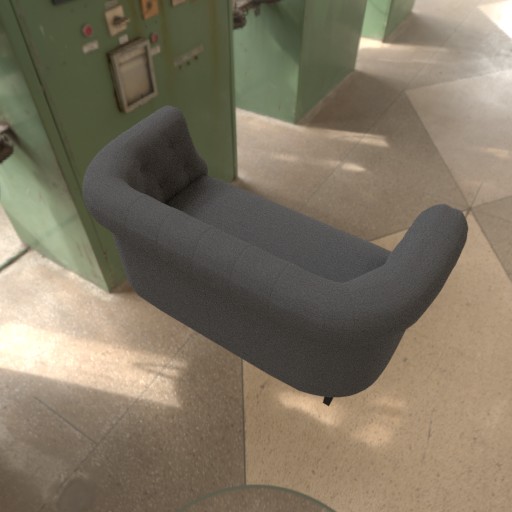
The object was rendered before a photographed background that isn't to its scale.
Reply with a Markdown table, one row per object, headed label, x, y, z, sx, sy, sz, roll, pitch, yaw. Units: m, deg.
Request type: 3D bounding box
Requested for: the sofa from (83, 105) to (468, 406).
| label | x | y | z | sx | sy | sz | roll | pitch | yaw |
| --- | --- | --- | --- | --- | --- | --- | --- | --- | --- |
| sofa | 0.000 | 0.000 | 2.036 | 1.558 | 0.827 | 0.835 | 26 | 52 | 22 |
